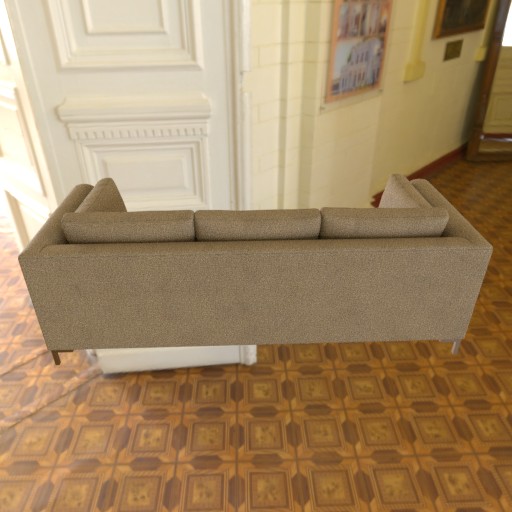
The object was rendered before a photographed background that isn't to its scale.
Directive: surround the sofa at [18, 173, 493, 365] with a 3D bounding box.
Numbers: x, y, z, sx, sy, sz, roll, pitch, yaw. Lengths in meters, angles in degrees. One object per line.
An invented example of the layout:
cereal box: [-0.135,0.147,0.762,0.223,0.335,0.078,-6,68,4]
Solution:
sofa: [0.000,0.000,2.810,2.415,0.867,0.969,-1,31,-2]
